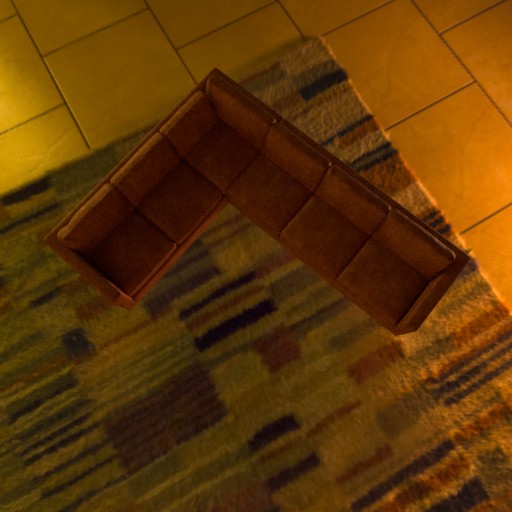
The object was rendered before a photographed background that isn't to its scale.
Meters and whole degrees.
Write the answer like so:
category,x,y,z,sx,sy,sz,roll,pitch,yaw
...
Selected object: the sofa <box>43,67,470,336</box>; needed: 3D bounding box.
category,x,y,z,sx,sy,sz,roll,pitch,yaw
sofa,0.000,0.000,4.358,3.150,0.838,2.438,39,79,9
